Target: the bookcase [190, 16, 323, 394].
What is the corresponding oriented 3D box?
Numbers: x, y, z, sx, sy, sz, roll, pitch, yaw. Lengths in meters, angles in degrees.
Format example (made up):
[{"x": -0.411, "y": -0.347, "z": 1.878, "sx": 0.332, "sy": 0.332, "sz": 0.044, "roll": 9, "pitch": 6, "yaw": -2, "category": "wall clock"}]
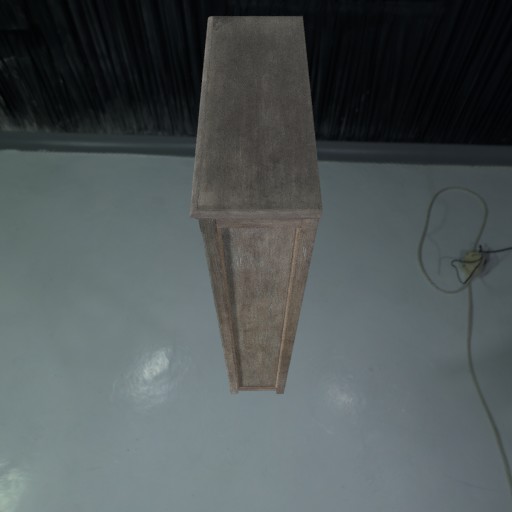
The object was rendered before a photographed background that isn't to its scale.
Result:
[{"x": 0.000, "y": 0.000, "z": 2.175, "sx": 0.348, "sy": 1.880, "sz": 0.906, "roll": 0, "pitch": 58, "yaw": 0, "category": "bookcase"}]
